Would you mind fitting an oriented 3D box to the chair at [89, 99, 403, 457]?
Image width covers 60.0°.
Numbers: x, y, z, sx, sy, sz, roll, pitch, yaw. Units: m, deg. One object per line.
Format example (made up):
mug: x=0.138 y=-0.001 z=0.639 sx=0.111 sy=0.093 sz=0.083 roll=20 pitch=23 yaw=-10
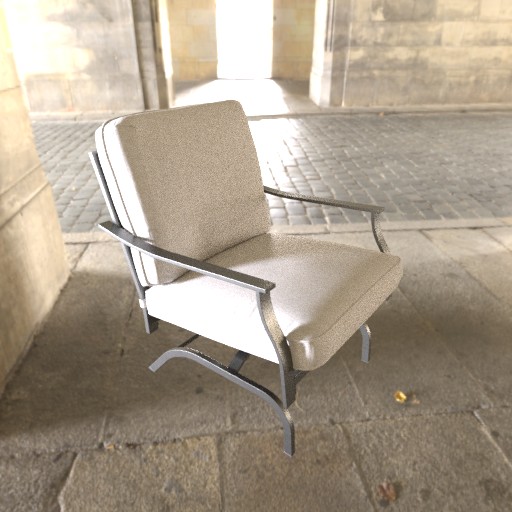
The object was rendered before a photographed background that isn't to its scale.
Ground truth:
chair: x=0.000 y=0.000 z=1.411 sx=0.787 sy=0.860 sz=0.650 roll=19 pitch=32 yaw=33
